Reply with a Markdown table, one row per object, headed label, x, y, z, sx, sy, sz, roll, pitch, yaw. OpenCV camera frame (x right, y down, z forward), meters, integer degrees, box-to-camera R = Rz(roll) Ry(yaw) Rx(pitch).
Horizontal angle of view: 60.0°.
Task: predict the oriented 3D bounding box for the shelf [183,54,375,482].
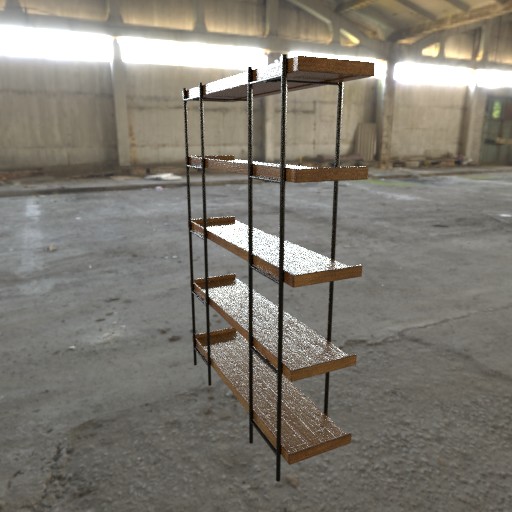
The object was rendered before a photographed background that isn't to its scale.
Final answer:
| label | x | y | z | sx | sy | sz | roll | pitch | yaw |
| --- | --- | --- | --- | --- | --- | --- | --- | --- | --- |
| shelf | 0.000 | 0.000 | 2.429 | 0.379 | 1.826 | 1.371 | -7 | 16 | -25 |
